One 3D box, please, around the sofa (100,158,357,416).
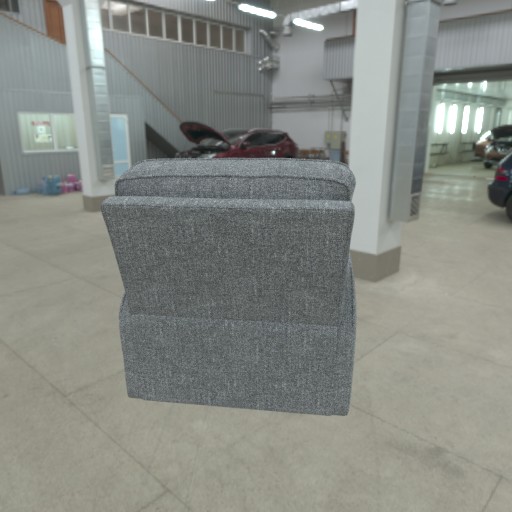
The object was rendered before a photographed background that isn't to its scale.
[{"bbox_3d":[0.000,0.000,2.066,0.861,0.959,1.472,2,16,8],"label":"sofa"}]
